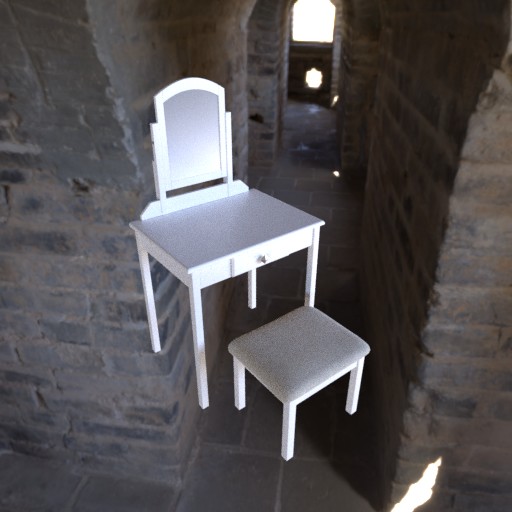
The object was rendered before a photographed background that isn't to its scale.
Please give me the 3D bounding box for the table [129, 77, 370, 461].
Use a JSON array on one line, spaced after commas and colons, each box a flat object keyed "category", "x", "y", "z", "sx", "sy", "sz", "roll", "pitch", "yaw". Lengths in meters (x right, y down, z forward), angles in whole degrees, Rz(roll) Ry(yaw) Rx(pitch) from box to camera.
[{"category": "table", "x": 0.000, "y": 0.000, "z": 2.324, "sx": 0.876, "sy": 1.631, "sz": 1.211, "roll": -21, "pitch": 35, "yaw": -32}]
